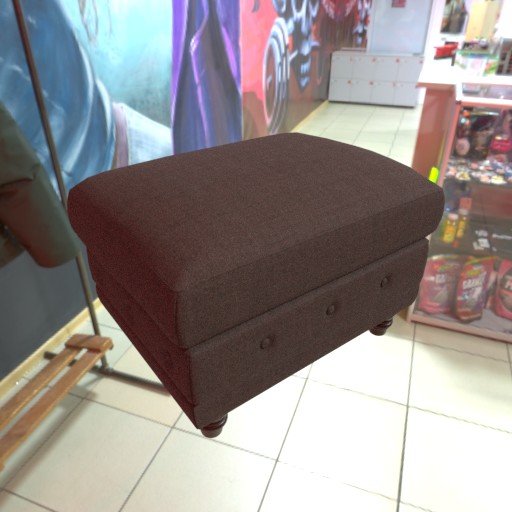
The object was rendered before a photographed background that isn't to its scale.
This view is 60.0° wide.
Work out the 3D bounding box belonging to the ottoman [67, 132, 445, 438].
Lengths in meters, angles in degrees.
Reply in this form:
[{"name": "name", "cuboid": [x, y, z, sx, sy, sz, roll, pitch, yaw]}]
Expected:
[{"name": "ottoman", "cuboid": [0.000, 0.000, 1.226, 0.809, 0.555, 0.599, -21, 36, -31]}]
